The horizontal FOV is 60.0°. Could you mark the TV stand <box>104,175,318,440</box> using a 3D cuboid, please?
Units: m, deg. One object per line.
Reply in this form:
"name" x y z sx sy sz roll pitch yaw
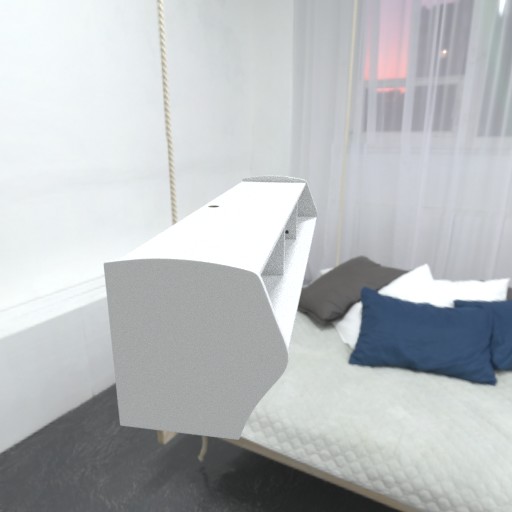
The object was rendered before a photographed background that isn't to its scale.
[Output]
"TV stand" 0.000 0.000 1.653 0.397 0.424 1.473 3 17 10
